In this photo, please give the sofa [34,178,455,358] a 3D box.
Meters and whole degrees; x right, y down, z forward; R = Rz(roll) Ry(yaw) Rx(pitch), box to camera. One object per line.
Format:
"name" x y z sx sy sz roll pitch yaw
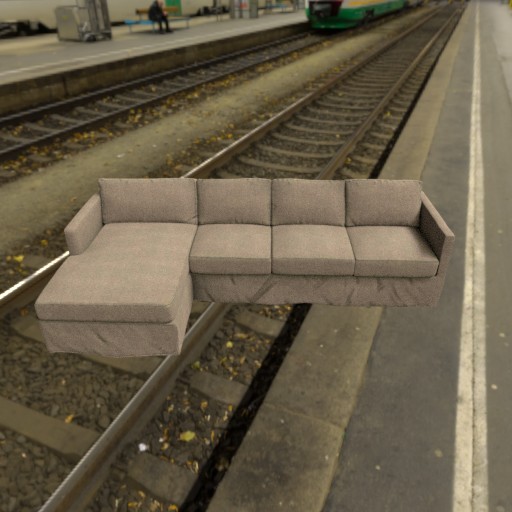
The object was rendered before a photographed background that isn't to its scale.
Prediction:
"sofa" 0.000 0.000 3.796 3.205 0.922 1.650 1 31 2
